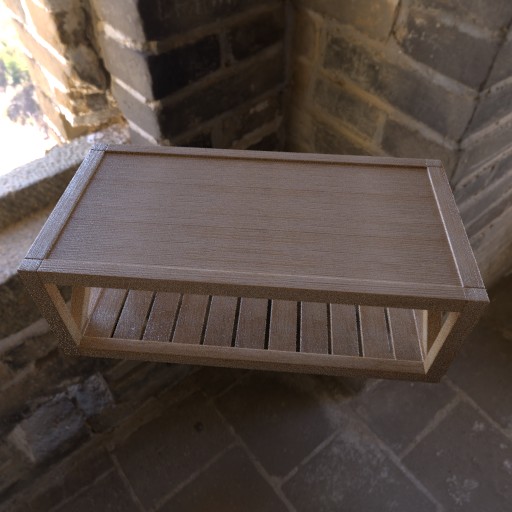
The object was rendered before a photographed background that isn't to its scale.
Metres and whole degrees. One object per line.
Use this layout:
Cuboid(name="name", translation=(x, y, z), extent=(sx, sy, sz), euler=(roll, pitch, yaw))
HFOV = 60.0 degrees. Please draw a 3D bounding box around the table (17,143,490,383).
Cuboid(name="table", translation=(0.000, 0.000, 1.609), extent=(1.321, 0.457, 0.660), euler=(4, 47, 3))
